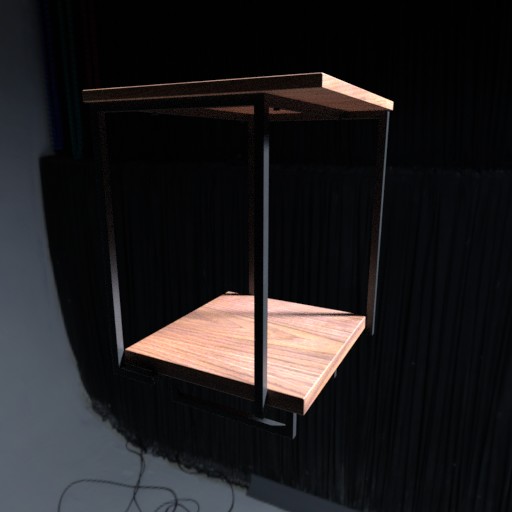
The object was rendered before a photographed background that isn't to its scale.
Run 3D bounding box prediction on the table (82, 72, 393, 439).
[{"bbox_3d":[0.000,0.000,0.834,0.384,0.567,0.411,7,16,27],"label":"table"}]
